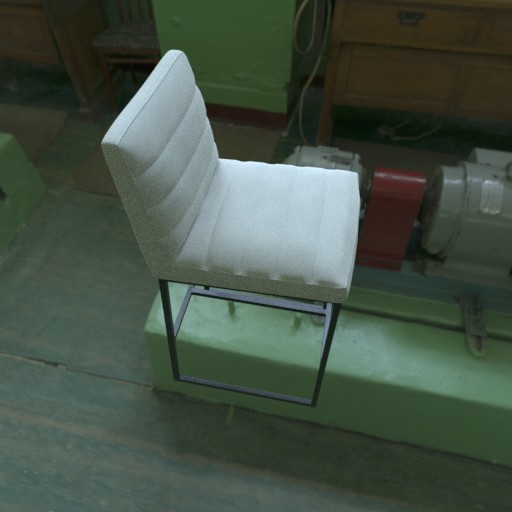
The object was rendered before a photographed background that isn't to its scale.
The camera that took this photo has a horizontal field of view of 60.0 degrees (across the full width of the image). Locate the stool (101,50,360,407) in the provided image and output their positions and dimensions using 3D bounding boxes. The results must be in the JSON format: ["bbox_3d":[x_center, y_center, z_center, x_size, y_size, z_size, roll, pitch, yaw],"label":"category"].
[{"bbox_3d":[0.000,0.000,1.384,0.573,1.061,0.464,9,49,7],"label":"stool"}]
